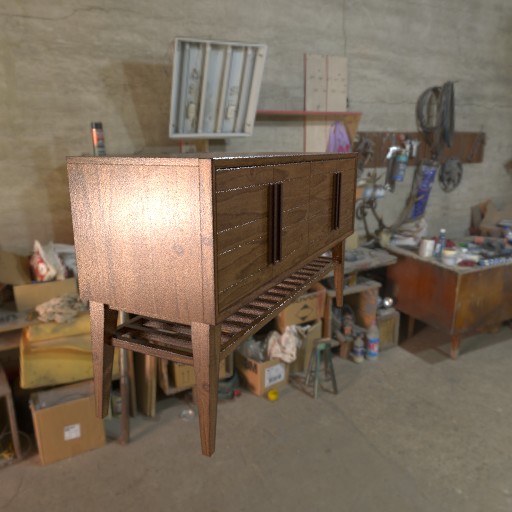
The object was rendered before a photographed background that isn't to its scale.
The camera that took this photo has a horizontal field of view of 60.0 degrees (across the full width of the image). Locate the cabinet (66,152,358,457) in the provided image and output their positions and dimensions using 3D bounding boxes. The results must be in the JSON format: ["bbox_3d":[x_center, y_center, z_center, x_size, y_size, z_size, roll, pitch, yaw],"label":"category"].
[{"bbox_3d":[0.000,0.000,1.785,0.477,0.802,1.363,7,15,25],"label":"cabinet"}]
